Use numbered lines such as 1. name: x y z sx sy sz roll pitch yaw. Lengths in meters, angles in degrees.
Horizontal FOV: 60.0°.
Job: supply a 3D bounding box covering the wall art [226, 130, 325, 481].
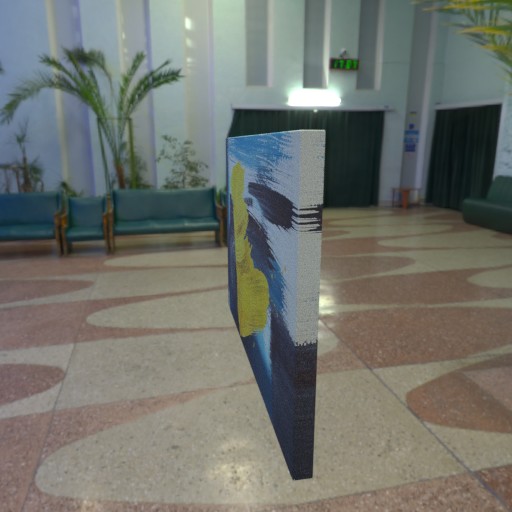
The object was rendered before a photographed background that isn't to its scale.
1. wall art: 0.000 0.000 1.164 0.039 0.610 0.914 -3 14 -10
